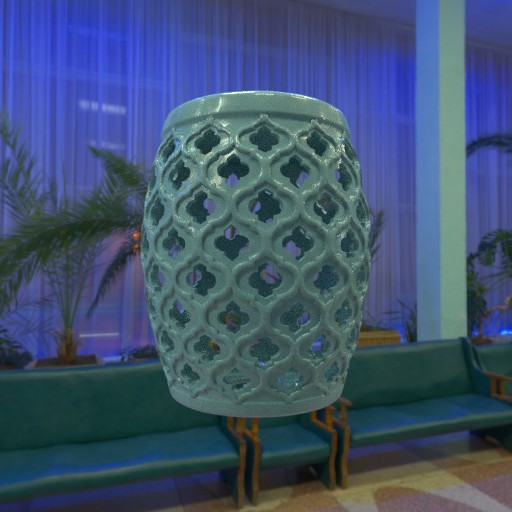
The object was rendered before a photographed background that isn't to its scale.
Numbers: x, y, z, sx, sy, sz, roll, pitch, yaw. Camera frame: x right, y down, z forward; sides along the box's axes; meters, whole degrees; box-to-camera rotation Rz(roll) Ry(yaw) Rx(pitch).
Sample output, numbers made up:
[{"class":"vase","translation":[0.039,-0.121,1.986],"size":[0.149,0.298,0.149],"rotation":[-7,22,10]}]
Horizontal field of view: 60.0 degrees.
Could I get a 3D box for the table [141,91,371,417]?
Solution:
[{"class":"table","translation":[0.000,0.000,0.646],"size":[0.325,0.388,0.325],"rotation":[0,-1,0]}]
